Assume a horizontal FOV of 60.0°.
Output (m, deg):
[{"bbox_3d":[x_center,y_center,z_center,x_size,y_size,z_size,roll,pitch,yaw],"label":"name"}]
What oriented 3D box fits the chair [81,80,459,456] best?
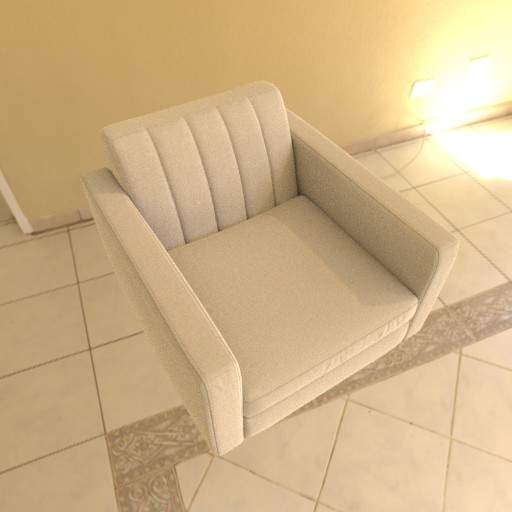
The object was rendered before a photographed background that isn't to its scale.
[{"bbox_3d":[0.000,0.000,1.651,0.953,0.819,0.998,-25,52,-21],"label":"chair"}]
